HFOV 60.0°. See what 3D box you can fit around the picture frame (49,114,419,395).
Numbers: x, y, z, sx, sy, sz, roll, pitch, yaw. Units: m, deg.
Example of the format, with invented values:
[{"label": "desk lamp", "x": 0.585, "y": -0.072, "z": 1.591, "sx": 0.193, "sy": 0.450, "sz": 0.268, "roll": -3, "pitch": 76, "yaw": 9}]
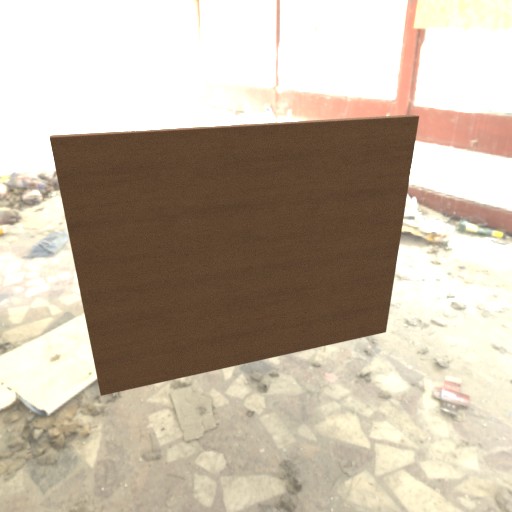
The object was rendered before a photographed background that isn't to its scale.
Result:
[{"label": "picture frame", "x": 0.000, "y": 0.000, "z": 1.766, "sx": 1.329, "sy": 1.018, "sz": 0.045, "roll": -8, "pitch": 27, "yaw": -17}]
